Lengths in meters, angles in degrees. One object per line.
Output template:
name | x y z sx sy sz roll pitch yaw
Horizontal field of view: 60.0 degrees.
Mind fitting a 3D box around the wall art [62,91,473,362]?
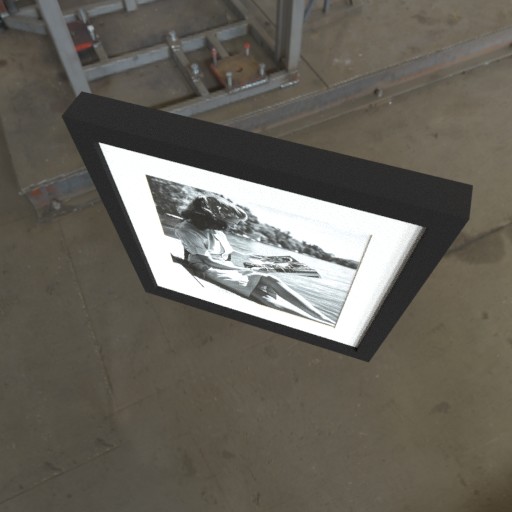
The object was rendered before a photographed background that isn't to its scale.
wall art | 0.000 0.000 0.456 0.308 0.305 0.030 16 60 9
